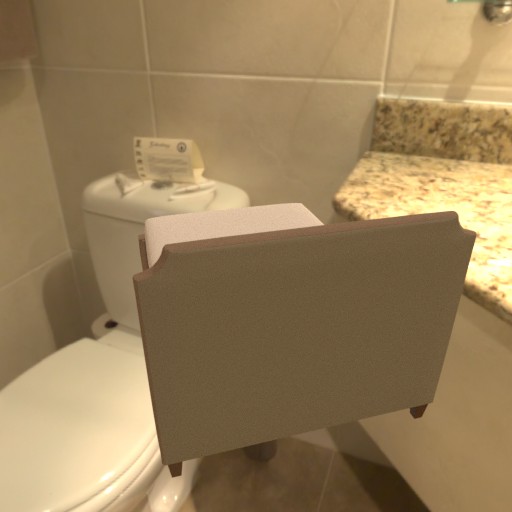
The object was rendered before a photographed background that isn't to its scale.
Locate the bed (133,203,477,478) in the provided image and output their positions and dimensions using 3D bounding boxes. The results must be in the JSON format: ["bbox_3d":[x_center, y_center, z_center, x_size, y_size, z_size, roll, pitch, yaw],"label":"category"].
[{"bbox_3d":[0.000,0.000,3.309,1.713,1.443,2.372,-7,29,-14],"label":"bed"}]
